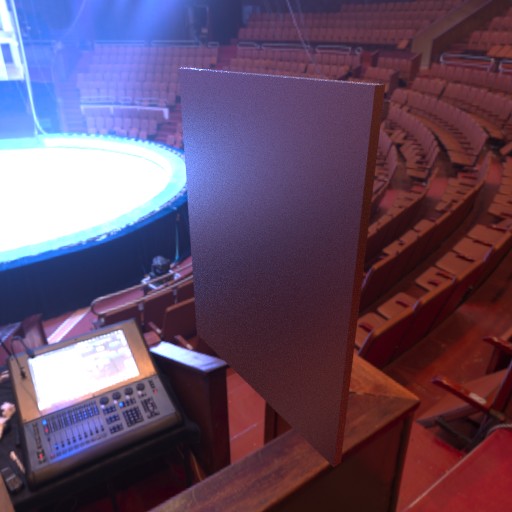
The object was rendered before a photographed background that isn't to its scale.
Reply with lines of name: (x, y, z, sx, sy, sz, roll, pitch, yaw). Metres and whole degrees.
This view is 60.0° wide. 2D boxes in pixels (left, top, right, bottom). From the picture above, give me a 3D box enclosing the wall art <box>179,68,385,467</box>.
wall art: (0.000, 0.000, 1.377, 0.030, 1.046, 0.816, -17, 31, -32)
